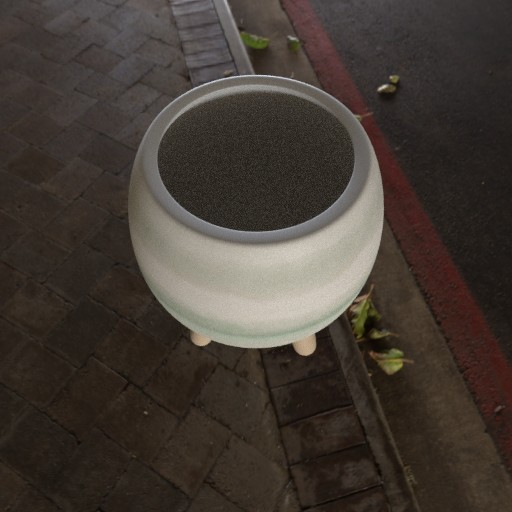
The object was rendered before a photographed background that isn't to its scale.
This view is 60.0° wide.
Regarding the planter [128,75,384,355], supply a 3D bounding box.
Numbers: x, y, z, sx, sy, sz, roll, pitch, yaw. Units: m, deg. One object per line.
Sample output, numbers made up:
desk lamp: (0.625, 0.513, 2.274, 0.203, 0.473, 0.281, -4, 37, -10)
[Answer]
planter: (0.000, 0.000, 0.333, 0.161, 0.224, 0.161, 0, 59, 0)
